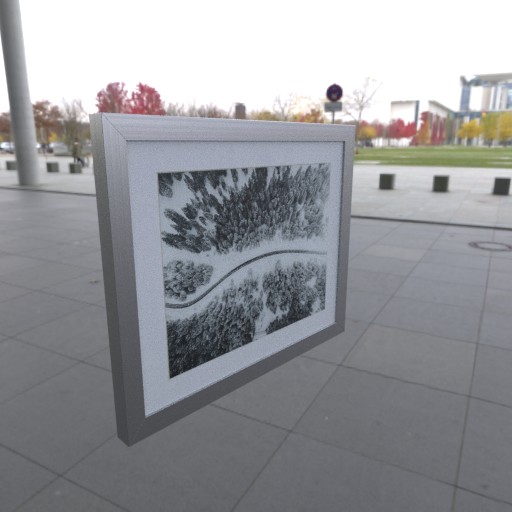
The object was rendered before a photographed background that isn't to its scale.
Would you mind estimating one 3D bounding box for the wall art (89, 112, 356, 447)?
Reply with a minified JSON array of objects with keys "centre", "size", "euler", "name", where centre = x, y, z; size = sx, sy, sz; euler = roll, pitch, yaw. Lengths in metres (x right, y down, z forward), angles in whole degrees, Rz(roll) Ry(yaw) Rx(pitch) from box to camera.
[{"centre":[0.000,0.000,0.782],"size":[0.032,0.456,0.557],"euler":[13,20,42],"name":"wall art"}]
